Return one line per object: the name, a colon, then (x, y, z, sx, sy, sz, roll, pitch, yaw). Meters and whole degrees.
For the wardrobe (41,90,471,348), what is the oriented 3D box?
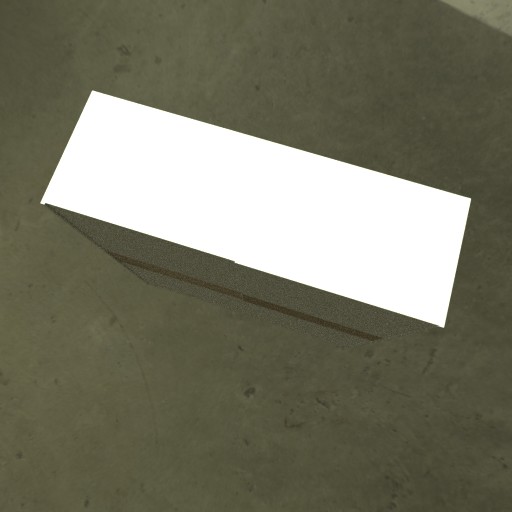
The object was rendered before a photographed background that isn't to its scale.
wardrobe: (0.000, 0.000, 2.962, 1.830, 2.020, 0.600, 17, 77, 4)
